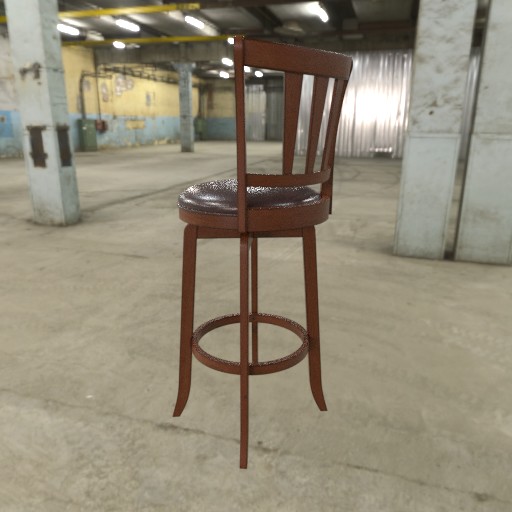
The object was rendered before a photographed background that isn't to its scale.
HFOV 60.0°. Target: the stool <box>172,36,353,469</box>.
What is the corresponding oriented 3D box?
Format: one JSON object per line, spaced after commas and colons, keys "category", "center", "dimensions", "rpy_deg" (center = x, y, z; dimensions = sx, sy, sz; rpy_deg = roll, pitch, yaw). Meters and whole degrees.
{"category": "stool", "center": [0.000, 0.000, 1.410], "dimensions": [0.464, 1.177, 0.503], "rpy_deg": [-15, 22, -43]}
